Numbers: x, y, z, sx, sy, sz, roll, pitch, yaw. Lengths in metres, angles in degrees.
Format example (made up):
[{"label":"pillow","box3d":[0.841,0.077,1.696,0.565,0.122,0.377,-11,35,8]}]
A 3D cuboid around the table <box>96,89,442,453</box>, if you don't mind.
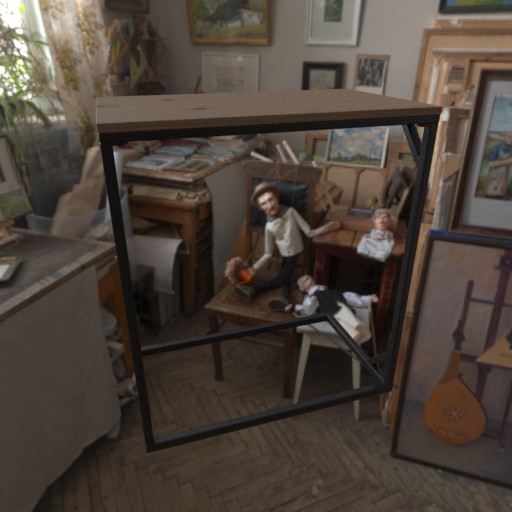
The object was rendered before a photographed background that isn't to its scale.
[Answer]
[{"label":"table","box3d":[0.000,0.000,1.016,0.597,0.673,0.351,-8,27,-16]}]
